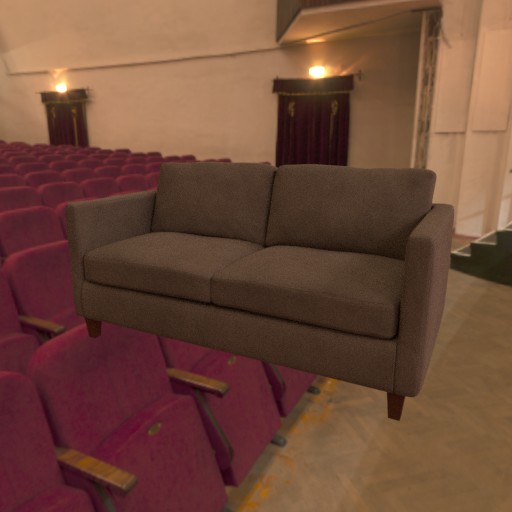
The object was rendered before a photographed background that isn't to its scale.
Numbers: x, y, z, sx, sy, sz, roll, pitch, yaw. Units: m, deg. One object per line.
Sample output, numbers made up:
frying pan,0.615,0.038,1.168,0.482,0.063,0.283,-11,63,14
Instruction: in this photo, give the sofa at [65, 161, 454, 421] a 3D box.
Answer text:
sofa,0.000,0.000,2.402,1.884,0.963,0.950,7,16,26
